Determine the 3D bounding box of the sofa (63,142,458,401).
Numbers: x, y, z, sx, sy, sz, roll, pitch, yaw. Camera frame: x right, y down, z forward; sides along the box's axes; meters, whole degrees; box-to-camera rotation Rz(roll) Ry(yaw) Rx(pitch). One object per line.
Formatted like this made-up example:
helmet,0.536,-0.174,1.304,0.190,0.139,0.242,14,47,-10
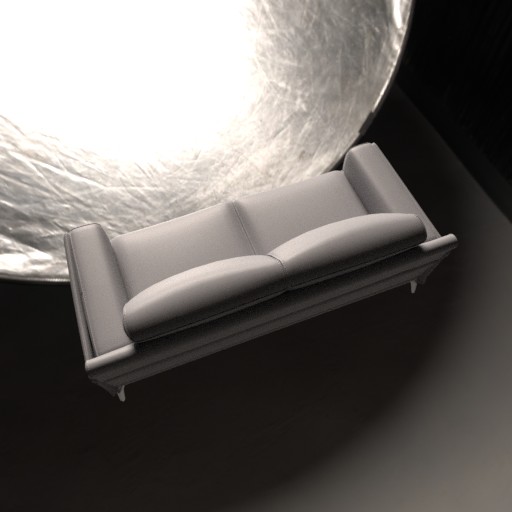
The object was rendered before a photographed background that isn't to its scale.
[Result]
sofa,0.000,0.000,2.657,2.100,0.900,0.969,-18,60,-11
